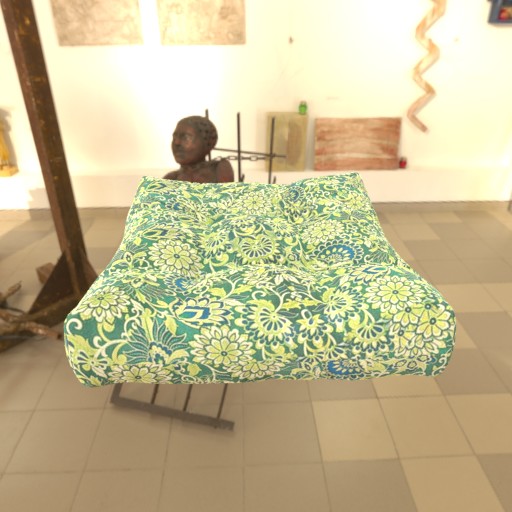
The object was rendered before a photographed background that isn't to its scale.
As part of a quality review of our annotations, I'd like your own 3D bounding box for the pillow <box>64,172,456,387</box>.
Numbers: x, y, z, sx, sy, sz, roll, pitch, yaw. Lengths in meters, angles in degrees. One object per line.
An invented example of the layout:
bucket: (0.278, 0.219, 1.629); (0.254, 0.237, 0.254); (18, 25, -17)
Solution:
pillow: (0.000, 0.000, 0.717); (0.468, 0.128, 0.490); (-1, 29, -2)
